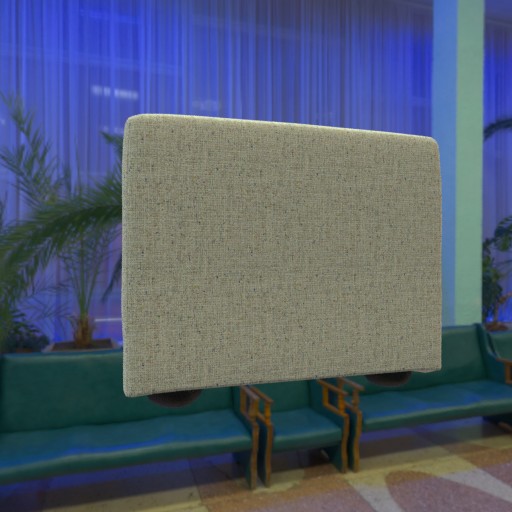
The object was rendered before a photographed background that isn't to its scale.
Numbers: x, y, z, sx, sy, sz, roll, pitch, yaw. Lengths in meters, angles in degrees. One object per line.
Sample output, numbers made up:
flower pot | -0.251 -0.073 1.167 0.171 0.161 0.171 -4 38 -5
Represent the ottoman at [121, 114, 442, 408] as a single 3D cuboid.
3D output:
ottoman | 0.000 0.000 0.907 0.521 0.453 0.512 0 1 -16
